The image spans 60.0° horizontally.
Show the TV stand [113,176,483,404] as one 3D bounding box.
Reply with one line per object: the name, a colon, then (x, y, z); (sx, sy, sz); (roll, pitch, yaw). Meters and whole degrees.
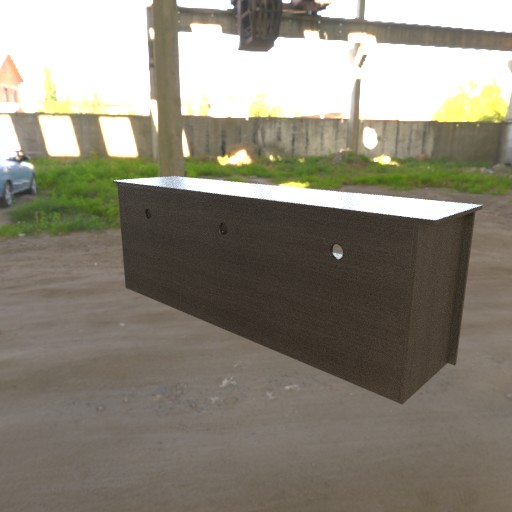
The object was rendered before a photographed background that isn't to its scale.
TV stand: (0.000, 0.000, 2.060); (1.778, 0.610, 0.406); (14, 20, 42)
